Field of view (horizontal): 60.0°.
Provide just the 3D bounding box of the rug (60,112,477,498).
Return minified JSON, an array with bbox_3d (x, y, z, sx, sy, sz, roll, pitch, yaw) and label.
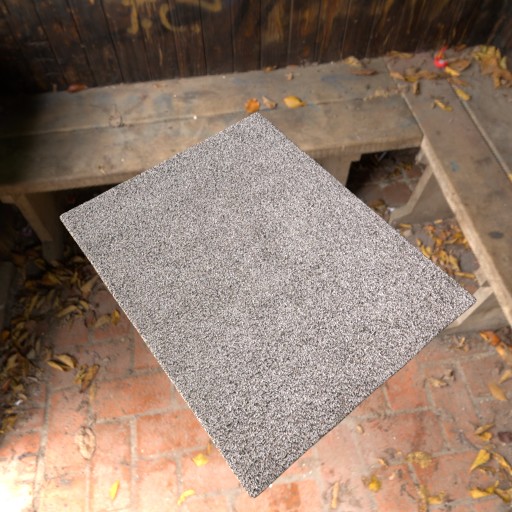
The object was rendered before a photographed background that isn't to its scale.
[{"bbox_3d":[0.000,0.000,4.029,2.438,0.029,3.047,-33,63,-19],"label":"rug"}]
